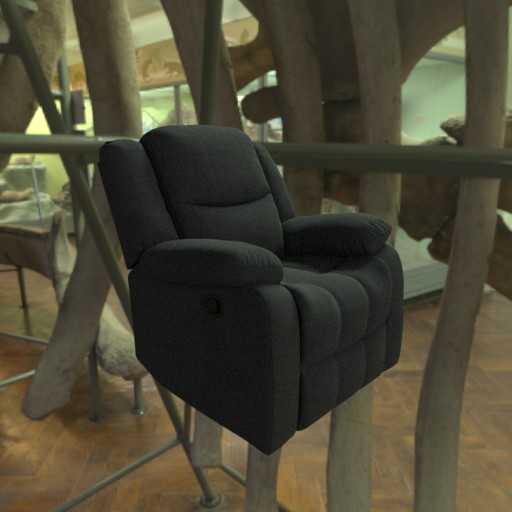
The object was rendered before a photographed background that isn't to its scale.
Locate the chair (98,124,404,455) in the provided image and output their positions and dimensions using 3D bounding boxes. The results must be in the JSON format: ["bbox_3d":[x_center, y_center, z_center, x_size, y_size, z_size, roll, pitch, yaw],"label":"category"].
[{"bbox_3d":[0.000,0.000,1.746,0.944,1.008,0.899,14,20,43],"label":"chair"}]
